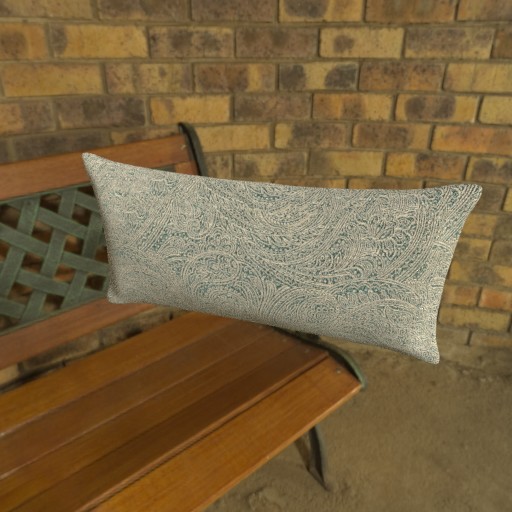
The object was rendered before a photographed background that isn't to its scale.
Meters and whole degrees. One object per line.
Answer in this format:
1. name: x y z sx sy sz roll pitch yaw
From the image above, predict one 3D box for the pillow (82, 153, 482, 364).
1. pillow: 0.000 0.000 0.721 0.615 0.295 0.151 8 27 16
